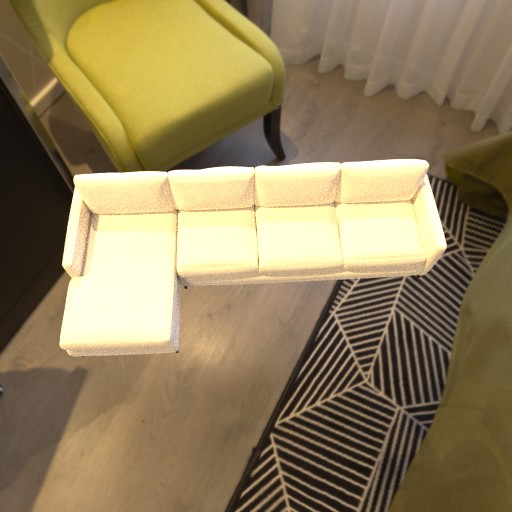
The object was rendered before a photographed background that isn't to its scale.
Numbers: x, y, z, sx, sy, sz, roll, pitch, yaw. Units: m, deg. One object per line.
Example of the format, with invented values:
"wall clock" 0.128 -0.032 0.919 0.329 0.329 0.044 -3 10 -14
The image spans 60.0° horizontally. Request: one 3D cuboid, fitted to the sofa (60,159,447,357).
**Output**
"sofa" 0.000 0.000 3.820 3.186 0.875 1.467 -3 63 -1
